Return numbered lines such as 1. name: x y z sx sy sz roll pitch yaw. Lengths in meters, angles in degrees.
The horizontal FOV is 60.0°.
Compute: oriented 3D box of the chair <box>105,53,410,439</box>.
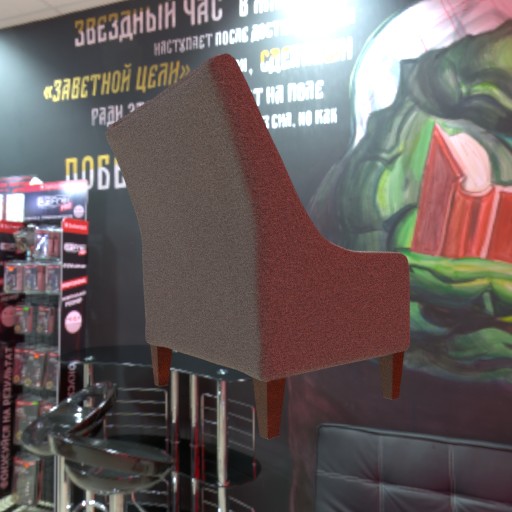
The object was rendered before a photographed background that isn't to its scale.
1. chair: 0.000 0.000 1.636 0.870 1.016 0.774 1 -1 -38
